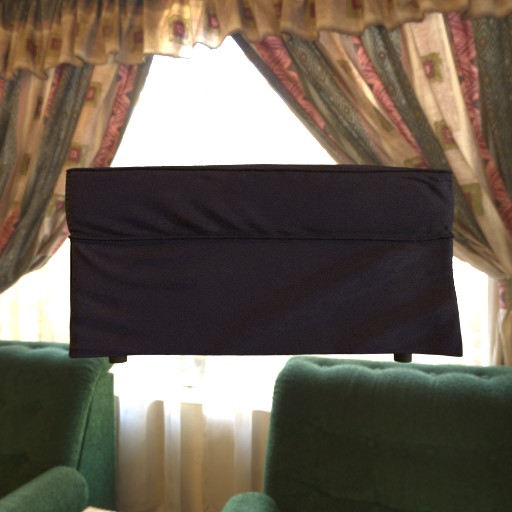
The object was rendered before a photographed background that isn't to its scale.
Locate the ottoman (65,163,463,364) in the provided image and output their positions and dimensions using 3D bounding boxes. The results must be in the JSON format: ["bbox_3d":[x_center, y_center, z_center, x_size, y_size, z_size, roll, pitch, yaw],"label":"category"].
[{"bbox_3d":[0.000,0.000,1.314,0.938,0.503,0.637,0,1,-1],"label":"ottoman"}]
